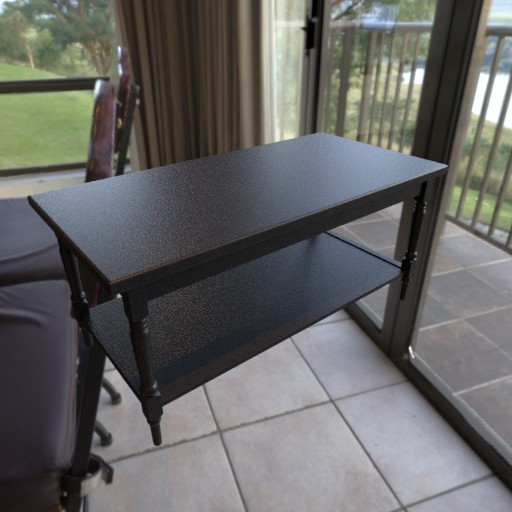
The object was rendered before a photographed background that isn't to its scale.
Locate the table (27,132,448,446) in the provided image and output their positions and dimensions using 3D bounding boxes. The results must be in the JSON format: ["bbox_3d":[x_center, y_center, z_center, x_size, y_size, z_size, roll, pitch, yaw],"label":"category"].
[{"bbox_3d":[0.000,0.000,1.404,1.107,0.510,0.550,-21,36,-33],"label":"table"}]
